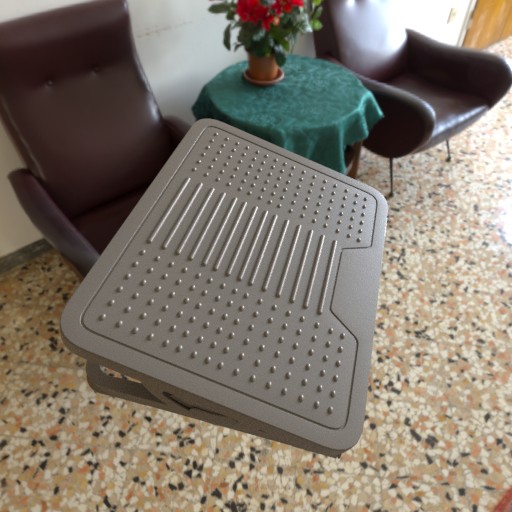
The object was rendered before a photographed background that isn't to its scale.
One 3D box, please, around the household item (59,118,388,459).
[{"bbox_3d":[0.000,0.000,0.533,0.301,0.126,0.390,11,48,10],"label":"household item"}]
